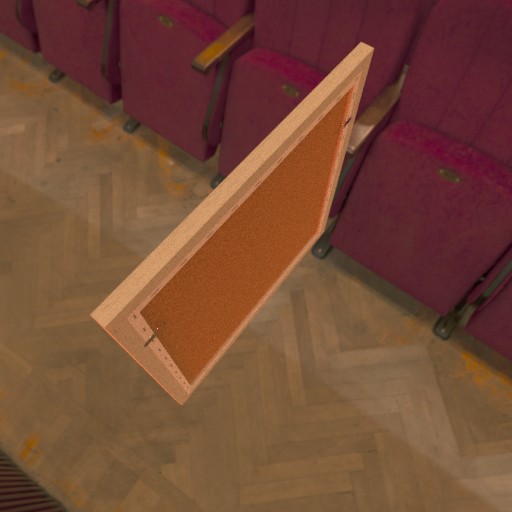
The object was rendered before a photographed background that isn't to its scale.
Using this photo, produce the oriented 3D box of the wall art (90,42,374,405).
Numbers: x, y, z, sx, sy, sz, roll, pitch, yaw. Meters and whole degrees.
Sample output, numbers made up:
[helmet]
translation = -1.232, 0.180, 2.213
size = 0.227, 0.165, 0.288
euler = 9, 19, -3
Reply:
[wall art]
translation = 0.000, 0.000, 1.506
size = 0.045, 1.016, 1.016
euler = 35, 68, 16
